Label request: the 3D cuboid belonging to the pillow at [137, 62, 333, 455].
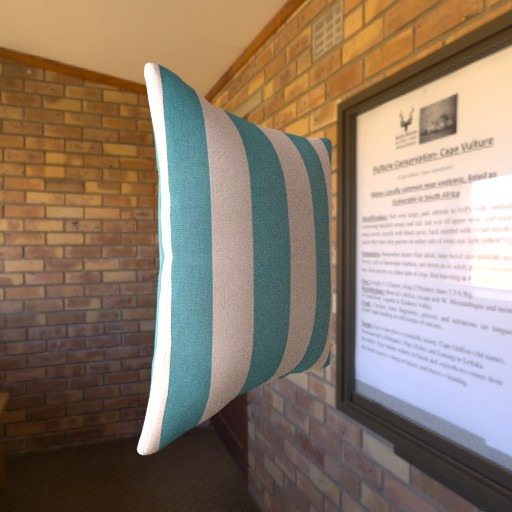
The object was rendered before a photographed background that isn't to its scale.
[{"bbox_3d":[0.000,0.000,0.801,0.189,0.526,0.536,1,1,36],"label":"pillow"}]
